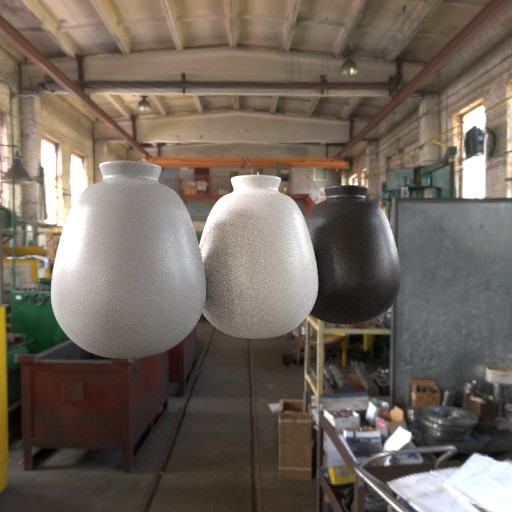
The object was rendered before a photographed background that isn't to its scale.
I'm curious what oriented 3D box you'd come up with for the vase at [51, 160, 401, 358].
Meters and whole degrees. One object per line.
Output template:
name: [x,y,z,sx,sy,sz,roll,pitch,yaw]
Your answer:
vase: [0.000,0.000,0.350,0.297,0.122,0.097,-1,2,-35]
